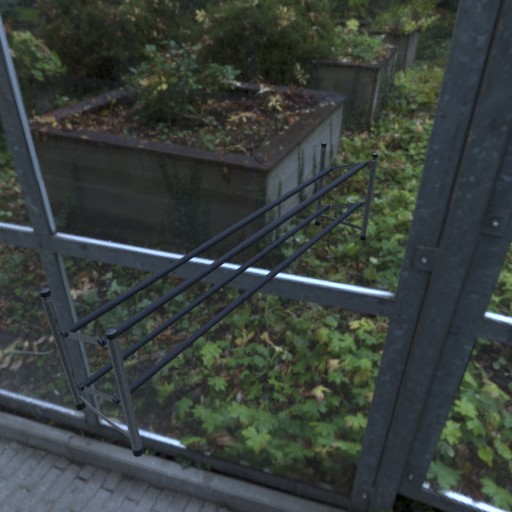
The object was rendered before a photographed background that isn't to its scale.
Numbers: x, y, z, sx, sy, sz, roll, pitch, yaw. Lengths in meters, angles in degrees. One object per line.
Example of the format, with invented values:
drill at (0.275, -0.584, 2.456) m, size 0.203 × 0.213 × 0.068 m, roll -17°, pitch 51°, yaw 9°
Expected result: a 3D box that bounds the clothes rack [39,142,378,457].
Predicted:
clothes rack at (0.000, 0.000, 1.311) m, size 0.229 × 0.349 × 1.168 m, roll 21°, pitch 38°, yaw 30°
